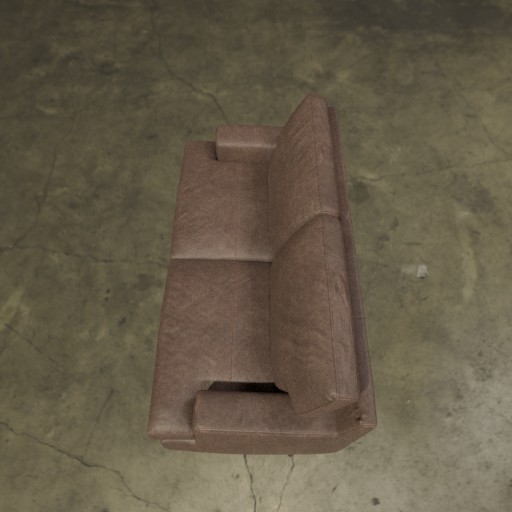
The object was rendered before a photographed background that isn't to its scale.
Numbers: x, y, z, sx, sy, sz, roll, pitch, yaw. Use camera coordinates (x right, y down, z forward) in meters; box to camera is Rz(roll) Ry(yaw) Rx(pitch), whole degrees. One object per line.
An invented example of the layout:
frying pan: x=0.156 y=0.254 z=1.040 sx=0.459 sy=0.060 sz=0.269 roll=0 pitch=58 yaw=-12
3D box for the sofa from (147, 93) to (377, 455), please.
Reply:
sofa: x=0.000 y=0.000 z=2.829 sx=1.143 sy=0.941 sz=2.261 roll=0 pitch=58 yaw=0
